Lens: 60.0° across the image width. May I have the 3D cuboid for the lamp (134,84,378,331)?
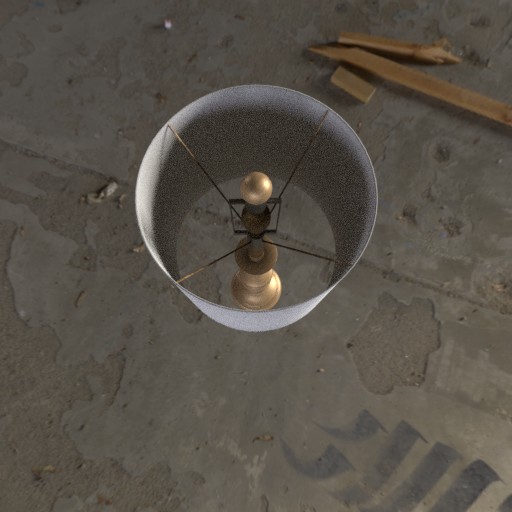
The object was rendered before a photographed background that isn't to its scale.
[{"bbox_3d":[0.000,0.000,0.724,0.250,0.597,0.250,39,79,9],"label":"lamp"}]
